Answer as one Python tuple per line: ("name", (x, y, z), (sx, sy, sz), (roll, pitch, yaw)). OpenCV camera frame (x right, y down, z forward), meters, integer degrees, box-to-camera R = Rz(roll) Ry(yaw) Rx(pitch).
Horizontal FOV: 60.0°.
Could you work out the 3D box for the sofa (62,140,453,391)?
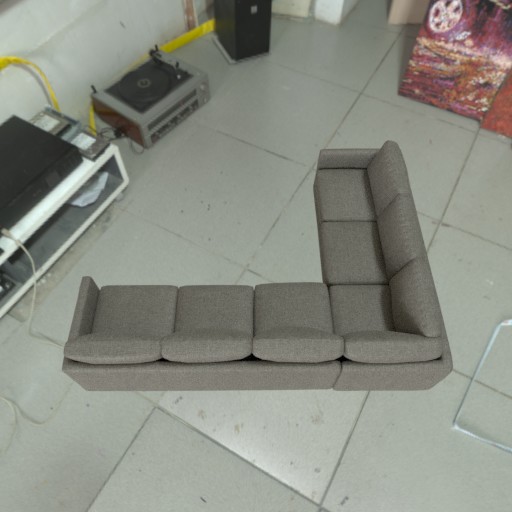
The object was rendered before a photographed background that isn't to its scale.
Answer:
("sofa", (0.000, 0.000, 4.531), (3.302, 0.947, 2.593), (0, 58, 0))
